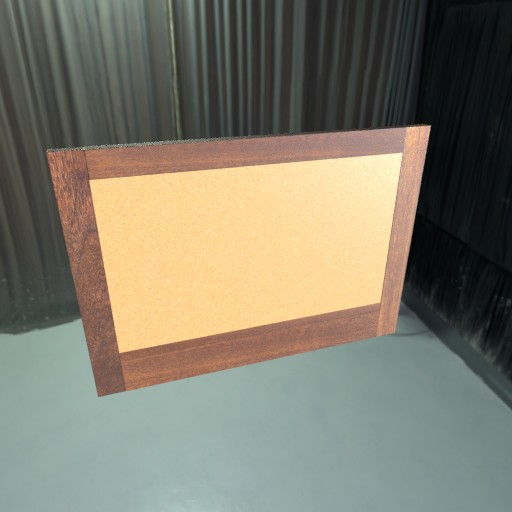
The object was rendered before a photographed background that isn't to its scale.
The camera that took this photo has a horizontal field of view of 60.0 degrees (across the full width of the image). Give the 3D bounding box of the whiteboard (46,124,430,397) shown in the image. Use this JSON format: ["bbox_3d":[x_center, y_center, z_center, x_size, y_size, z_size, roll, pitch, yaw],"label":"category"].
[{"bbox_3d":[0.000,0.000,1.028,0.783,0.559,0.083,-8,28,-16],"label":"whiteboard"}]
